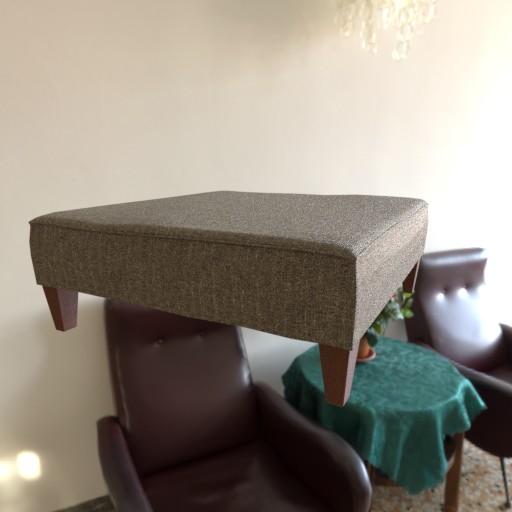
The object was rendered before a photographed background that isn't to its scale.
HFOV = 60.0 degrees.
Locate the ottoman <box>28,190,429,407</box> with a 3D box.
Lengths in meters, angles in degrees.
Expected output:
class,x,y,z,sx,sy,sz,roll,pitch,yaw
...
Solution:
class,x,y,z,sx,sy,sz,roll,pitch,yaw
ottoman,0.000,0.000,1.508,0.981,0.379,1.016,7,15,27
